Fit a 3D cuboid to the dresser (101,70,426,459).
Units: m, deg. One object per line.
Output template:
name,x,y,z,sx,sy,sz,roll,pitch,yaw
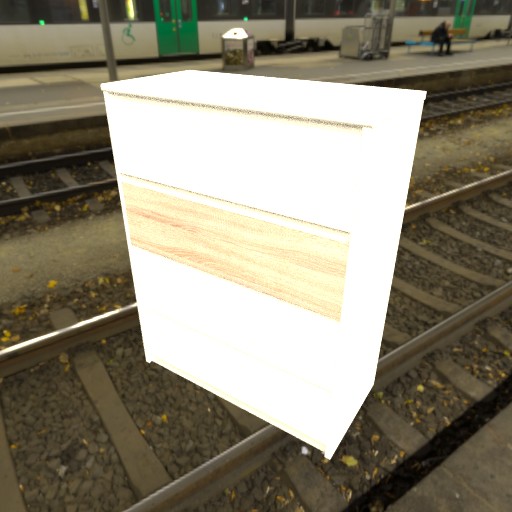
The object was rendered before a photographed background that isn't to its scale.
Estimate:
dresser,0.000,0.000,1.449,0.800,1.040,0.380,18,34,29
